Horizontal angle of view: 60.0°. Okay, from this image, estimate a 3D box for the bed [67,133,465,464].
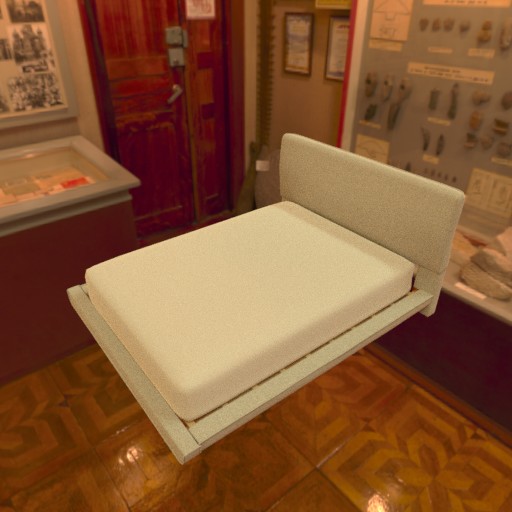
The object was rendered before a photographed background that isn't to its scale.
[{"bbox_3d":[0.000,0.000,3.331,2.368,1.067,1.840,-22,38,-31],"label":"bed"}]
